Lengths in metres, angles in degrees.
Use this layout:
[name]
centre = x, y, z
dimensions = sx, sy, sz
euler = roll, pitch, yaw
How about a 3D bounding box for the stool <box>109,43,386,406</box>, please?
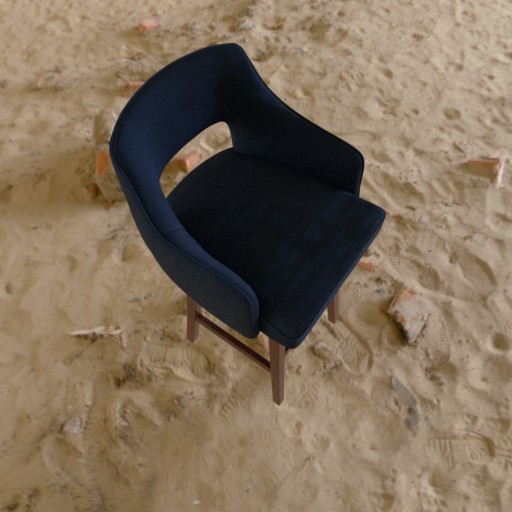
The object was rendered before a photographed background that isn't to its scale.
[stool]
centre = 0.000, 0.000, 1.338
dimensions = 0.560, 1.041, 0.550
euler = 31, 63, 18
